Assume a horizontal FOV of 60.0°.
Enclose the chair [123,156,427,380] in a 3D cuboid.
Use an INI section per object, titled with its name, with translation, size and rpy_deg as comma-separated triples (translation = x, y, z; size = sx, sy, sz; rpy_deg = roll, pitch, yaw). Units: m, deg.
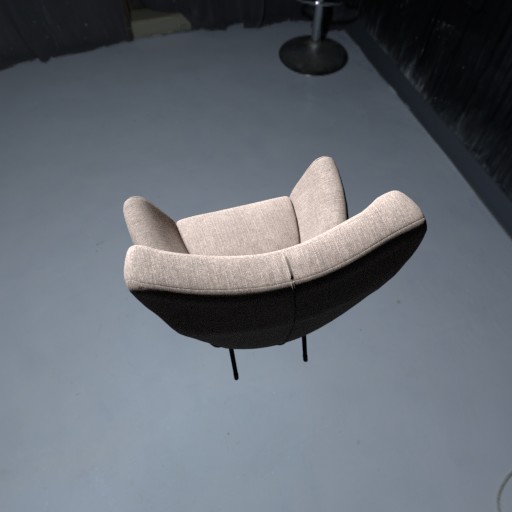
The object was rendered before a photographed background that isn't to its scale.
[chair]
translation = 0.000, 0.000, 1.819
size = 0.980, 1.040, 0.900
rpy_deg = -14, 58, -9
